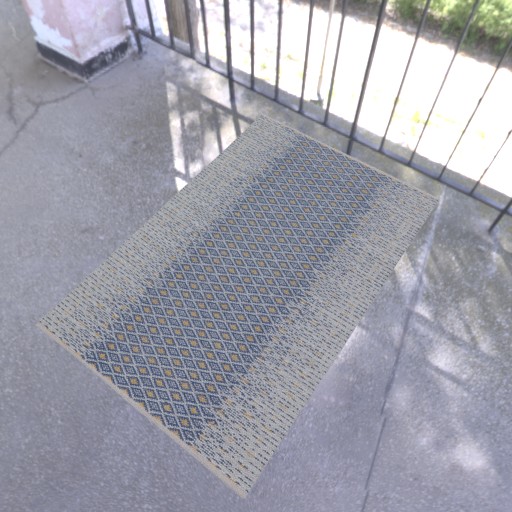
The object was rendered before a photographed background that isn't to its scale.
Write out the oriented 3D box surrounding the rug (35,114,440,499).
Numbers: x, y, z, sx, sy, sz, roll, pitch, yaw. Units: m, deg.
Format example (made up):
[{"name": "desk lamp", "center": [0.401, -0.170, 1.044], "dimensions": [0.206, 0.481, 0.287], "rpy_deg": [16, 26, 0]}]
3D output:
[{"name": "rug", "center": [0.000, 0.000, 2.273], "dimensions": [1.219, 0.005, 1.828], "rpy_deg": [31, 62, 19]}]
